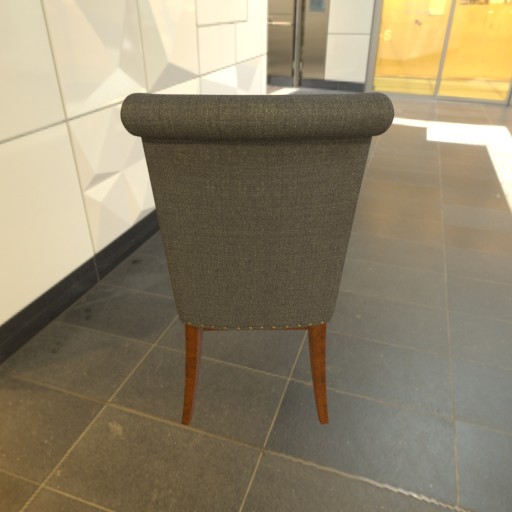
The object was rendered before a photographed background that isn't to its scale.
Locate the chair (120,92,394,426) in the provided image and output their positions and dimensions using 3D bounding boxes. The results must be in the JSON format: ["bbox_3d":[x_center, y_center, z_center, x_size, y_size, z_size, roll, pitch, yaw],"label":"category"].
[{"bbox_3d":[0.000,0.000,1.291,0.513,0.988,0.608,0,30,-1],"label":"chair"}]
